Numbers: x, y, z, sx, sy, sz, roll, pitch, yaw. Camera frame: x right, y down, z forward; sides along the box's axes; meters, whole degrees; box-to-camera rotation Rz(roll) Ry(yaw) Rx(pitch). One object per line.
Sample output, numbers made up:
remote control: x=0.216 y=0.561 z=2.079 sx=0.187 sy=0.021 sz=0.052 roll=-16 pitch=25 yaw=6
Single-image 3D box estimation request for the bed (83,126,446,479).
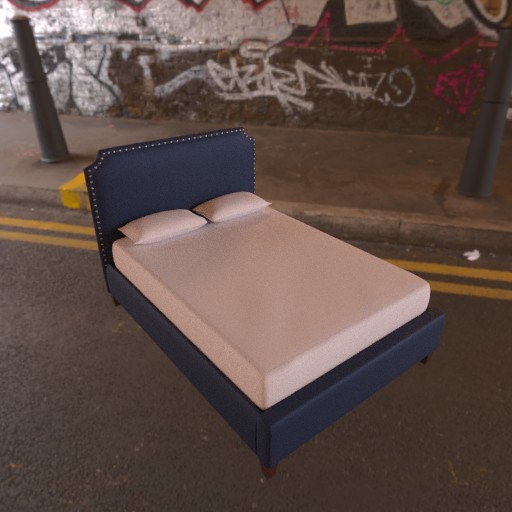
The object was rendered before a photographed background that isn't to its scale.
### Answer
bed: x=0.000 y=0.000 z=3.471 sx=1.712 sy=1.443 sz=2.372 roll=-20 pitch=34 yaw=-33
